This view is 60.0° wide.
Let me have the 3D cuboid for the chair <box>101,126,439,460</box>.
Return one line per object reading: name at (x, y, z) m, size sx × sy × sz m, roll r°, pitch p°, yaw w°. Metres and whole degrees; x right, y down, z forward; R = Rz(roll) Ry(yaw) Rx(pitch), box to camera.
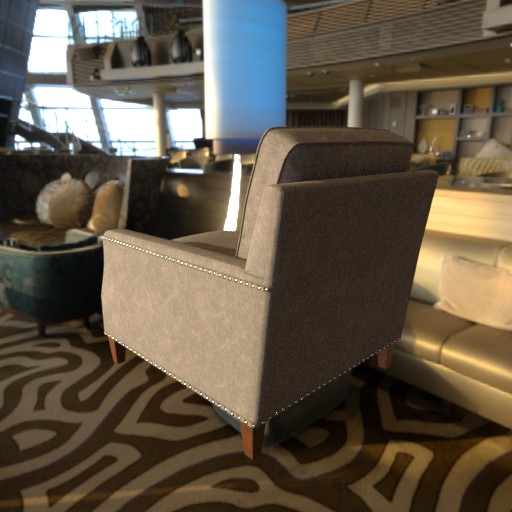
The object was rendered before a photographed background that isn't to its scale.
chair at (0.000, 0.000, 1.721) m, size 0.853 × 0.948 × 1.014 m, roll -14°, pitch 20°, yaw -43°
